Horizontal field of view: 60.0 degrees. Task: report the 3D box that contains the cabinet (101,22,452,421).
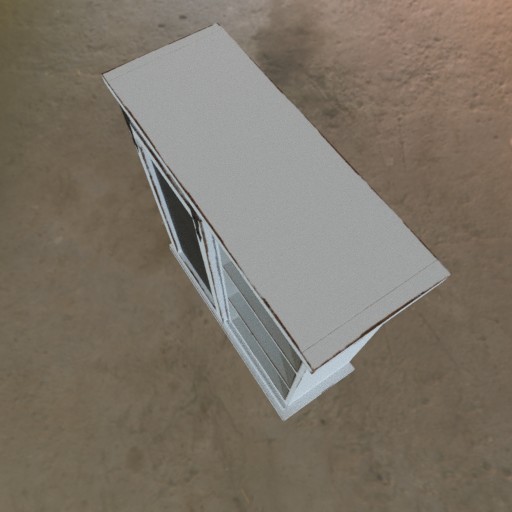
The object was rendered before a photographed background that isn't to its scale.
[{"bbox_3d":[0.000,0.000,0.880,0.210,0.603,0.541,-31,68,-14],"label":"cabinet"}]
